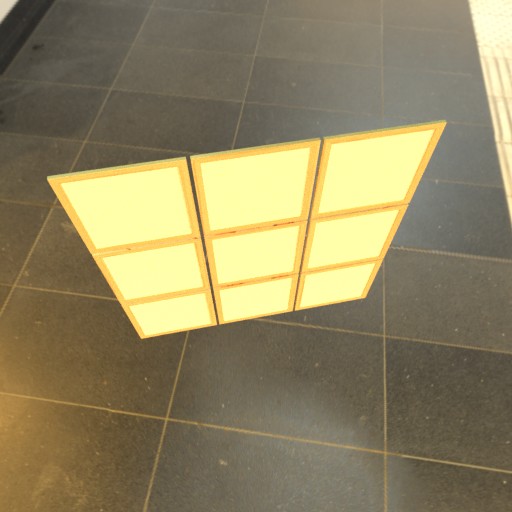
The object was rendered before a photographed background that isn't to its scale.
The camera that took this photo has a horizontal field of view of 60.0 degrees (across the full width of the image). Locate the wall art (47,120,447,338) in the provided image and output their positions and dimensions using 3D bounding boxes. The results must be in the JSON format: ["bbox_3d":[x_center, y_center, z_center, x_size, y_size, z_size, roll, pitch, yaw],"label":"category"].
[{"bbox_3d":[0.000,0.000,1.843,1.214,1.219,0.013,-10,59,-6],"label":"wall art"}]
